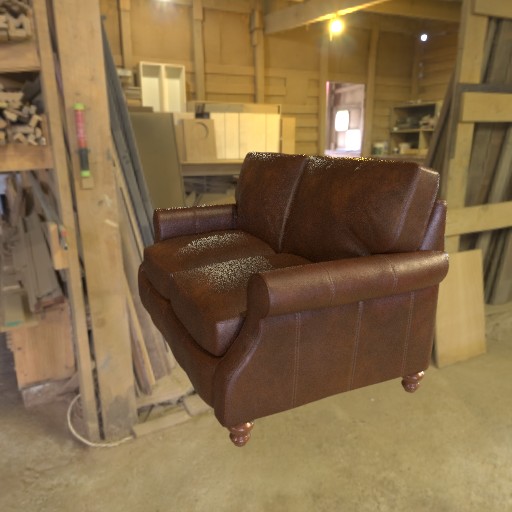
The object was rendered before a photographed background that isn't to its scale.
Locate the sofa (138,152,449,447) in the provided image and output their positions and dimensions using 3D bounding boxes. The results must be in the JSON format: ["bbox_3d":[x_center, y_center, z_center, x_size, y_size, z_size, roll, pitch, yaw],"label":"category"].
[{"bbox_3d":[0.000,0.000,2.208,0.990,0.976,1.616,-7,16,-24],"label":"sofa"}]
